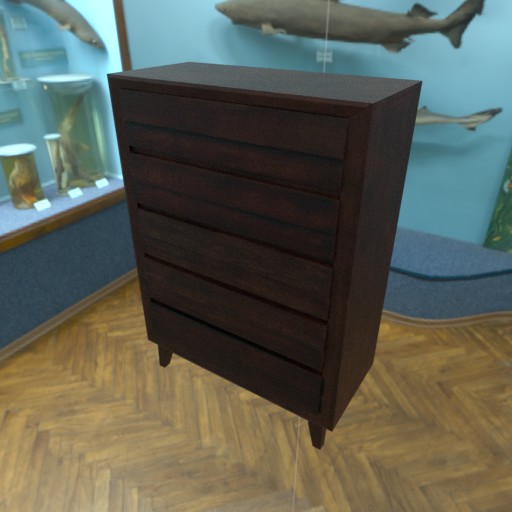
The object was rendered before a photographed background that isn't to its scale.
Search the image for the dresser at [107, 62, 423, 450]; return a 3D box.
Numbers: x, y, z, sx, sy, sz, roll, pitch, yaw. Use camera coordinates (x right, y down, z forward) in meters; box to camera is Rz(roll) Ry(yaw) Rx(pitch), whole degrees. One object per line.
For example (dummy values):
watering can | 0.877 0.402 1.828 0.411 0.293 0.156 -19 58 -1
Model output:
dresser | 0.000 0.000 2.006 1.072 1.514 0.506 18 34 28
